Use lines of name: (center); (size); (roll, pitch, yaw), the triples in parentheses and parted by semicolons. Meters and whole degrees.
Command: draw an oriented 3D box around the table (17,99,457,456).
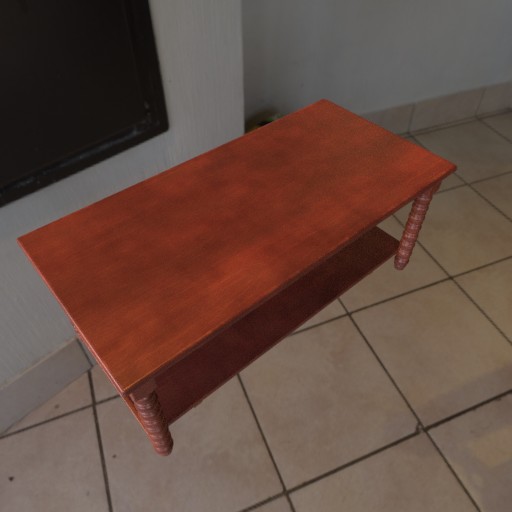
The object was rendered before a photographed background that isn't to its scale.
table: (0.000, 0.000, 1.444); (1.171, 0.485, 0.580); (-32, 54, -26)
